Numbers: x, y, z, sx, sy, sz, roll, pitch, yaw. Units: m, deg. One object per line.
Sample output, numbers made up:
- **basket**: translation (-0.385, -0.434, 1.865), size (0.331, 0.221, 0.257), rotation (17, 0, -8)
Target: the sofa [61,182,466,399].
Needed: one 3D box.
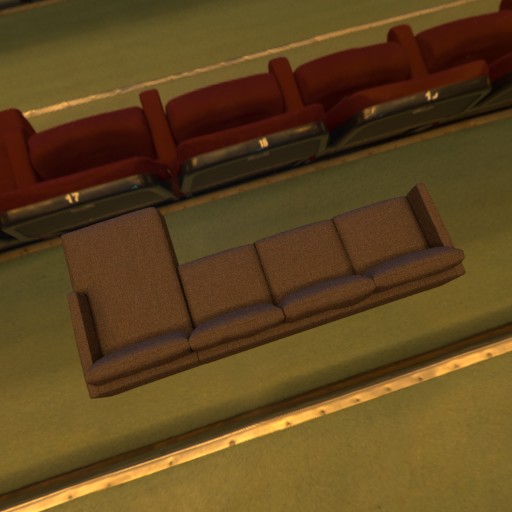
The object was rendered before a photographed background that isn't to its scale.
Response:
- **sofa**: translation (0.000, 0.000, 3.895), size (3.221, 0.892, 1.483), rotation (-18, 75, -5)
